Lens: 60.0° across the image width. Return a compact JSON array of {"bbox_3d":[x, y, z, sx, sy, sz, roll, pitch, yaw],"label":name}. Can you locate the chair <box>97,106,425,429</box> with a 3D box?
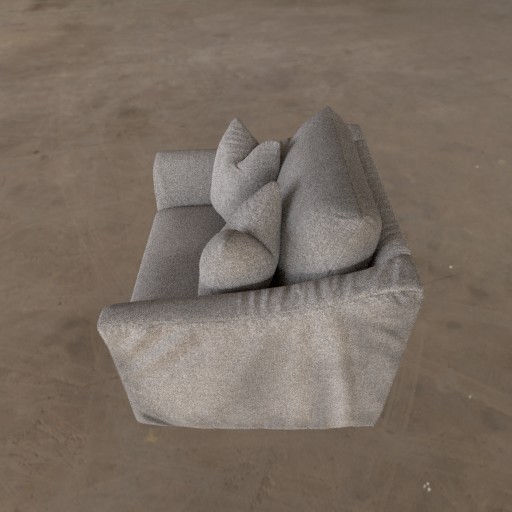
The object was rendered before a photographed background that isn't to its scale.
[{"bbox_3d":[0.000,0.000,2.025,1.071,1.059,1.194,0,41,0],"label":"chair"}]
